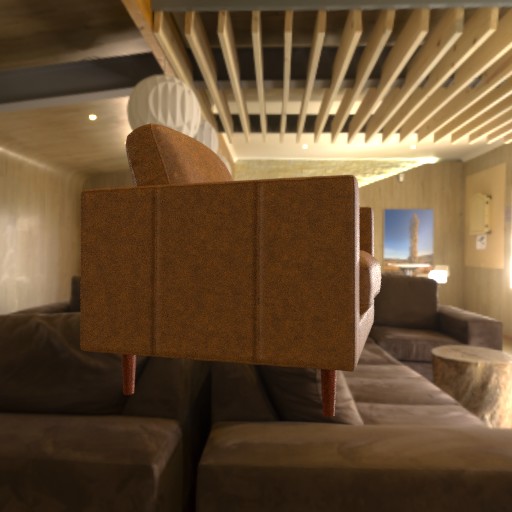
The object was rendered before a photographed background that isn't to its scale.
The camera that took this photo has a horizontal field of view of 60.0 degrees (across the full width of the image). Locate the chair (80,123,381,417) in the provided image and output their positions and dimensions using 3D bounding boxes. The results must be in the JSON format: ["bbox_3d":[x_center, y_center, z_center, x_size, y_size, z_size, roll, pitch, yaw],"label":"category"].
[{"bbox_3d":[0.000,0.000,1.710,0.909,0.956,0.890,0,0,18],"label":"chair"}]
